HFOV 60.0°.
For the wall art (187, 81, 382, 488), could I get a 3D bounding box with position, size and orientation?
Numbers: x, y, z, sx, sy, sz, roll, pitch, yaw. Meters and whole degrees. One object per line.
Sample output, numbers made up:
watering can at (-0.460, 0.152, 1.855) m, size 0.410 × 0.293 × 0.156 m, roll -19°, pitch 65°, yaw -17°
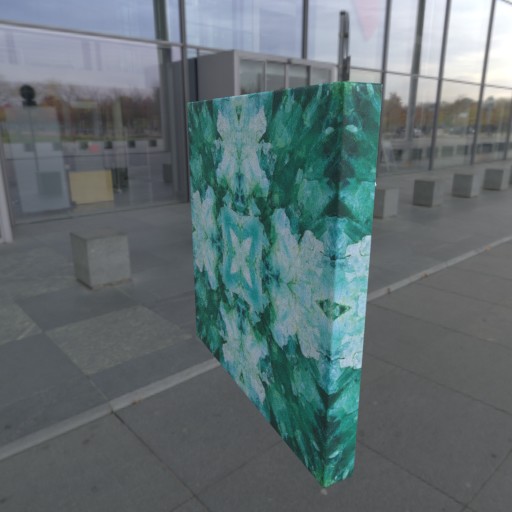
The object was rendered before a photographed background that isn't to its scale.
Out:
wall art at (0.000, 0.000, 0.460) m, size 0.033 × 0.313 × 0.313 m, roll -8°, pitch 18°, yaw -26°
